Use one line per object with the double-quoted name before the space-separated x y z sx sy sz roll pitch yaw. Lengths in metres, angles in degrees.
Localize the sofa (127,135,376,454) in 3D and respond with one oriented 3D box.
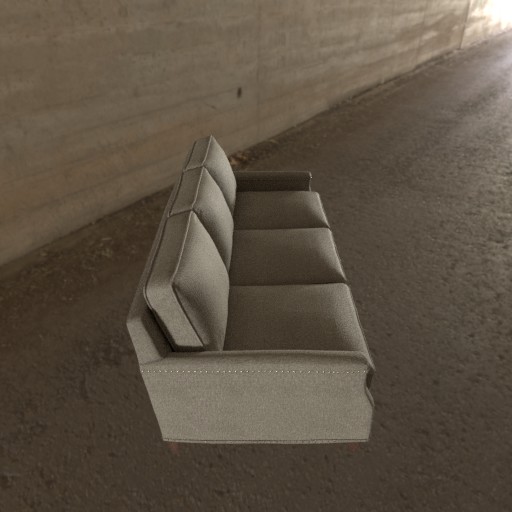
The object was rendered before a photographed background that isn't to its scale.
"sofa" 0.000 0.000 2.861 1.084 1.003 2.246 0 32 0
